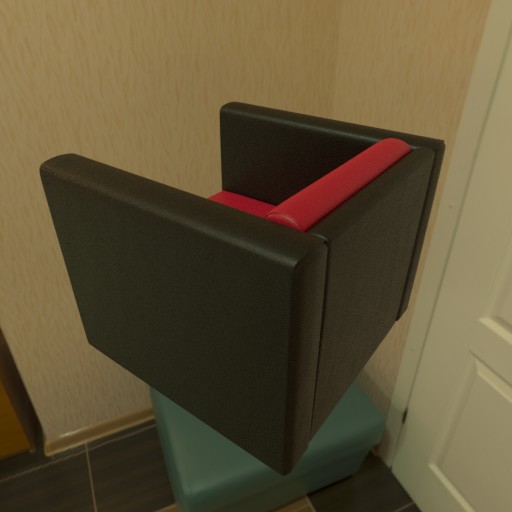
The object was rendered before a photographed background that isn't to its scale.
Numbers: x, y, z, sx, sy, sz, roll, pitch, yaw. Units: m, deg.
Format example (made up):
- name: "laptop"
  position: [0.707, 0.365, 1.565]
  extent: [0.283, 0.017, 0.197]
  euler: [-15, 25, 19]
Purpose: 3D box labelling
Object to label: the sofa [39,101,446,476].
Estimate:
- name: "sofa"
  position: [0.000, 0.000, 1.407]
  extent: [0.809, 0.724, 0.839]
  euler: [22, 38, 30]
